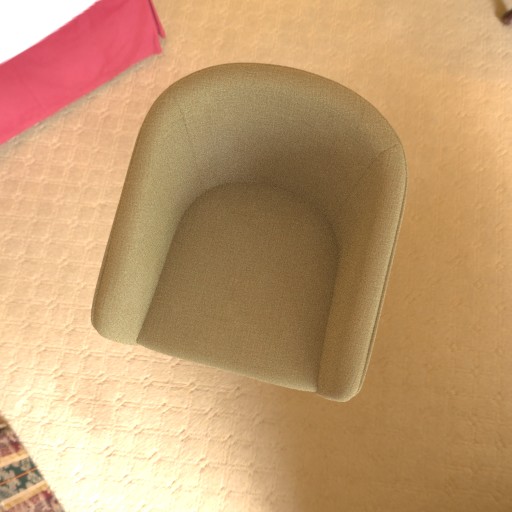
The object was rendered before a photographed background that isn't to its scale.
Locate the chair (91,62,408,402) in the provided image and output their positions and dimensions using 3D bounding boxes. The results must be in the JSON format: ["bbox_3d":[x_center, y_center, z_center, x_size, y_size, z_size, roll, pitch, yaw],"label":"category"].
[{"bbox_3d":[0.000,0.000,1.187,0.584,0.775,0.616,14,76,4],"label":"chair"}]
